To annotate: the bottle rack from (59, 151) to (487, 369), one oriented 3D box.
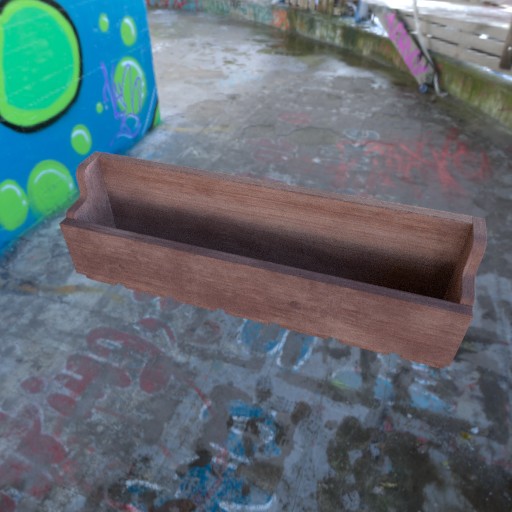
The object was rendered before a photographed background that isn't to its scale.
[{"bbox_3d":[0.000,0.000,0.689,0.608,0.196,0.126,12,42,14],"label":"bottle rack"}]
